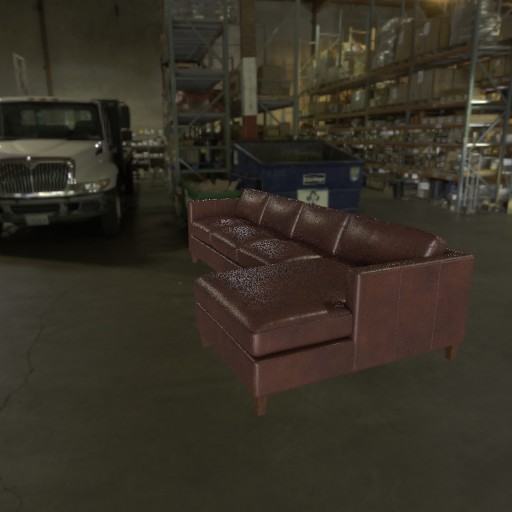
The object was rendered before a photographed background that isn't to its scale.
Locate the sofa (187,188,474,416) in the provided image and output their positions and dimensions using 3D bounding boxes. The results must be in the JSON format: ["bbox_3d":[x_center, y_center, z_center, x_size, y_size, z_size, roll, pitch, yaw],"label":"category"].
[{"bbox_3d":[0.000,0.000,3.960,1.581,0.883,3.203,-7,16,-25],"label":"sofa"}]
